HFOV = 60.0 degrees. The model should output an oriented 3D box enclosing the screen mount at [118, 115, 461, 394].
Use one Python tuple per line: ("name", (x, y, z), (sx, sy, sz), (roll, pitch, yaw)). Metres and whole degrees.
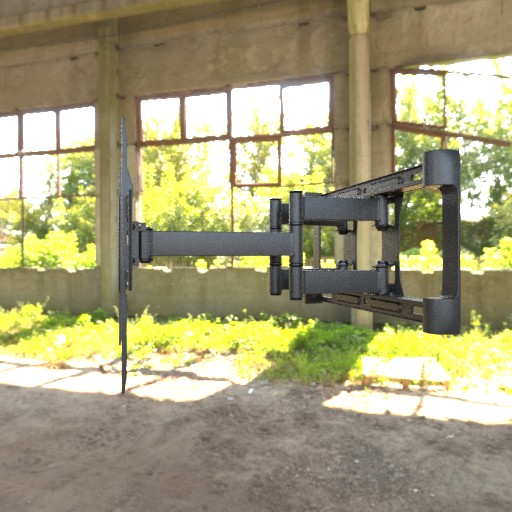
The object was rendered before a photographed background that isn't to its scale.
("screen mount", (0.000, 0.000, 0.938), (0.556, 0.424, 0.571), (0, 0, -18))
